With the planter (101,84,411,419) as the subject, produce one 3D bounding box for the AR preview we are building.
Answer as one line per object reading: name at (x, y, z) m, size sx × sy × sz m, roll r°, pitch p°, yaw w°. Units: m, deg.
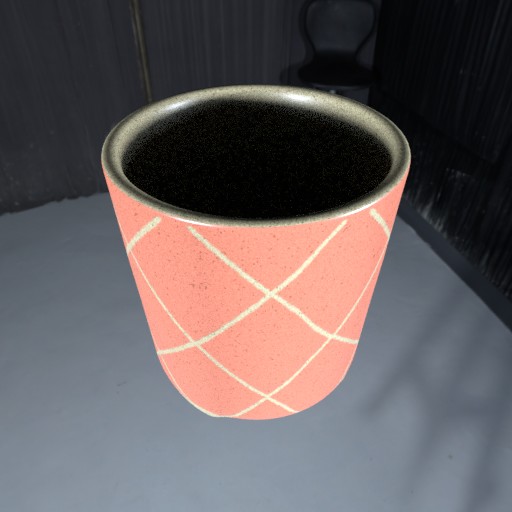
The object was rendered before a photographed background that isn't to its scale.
planter at (0.000, 0.000, 0.346) m, size 0.191 × 0.200 × 0.191 m, roll 0°, pitch 41°, yaw 0°
